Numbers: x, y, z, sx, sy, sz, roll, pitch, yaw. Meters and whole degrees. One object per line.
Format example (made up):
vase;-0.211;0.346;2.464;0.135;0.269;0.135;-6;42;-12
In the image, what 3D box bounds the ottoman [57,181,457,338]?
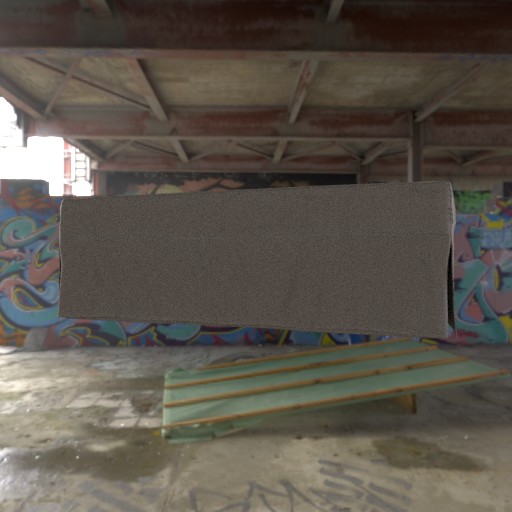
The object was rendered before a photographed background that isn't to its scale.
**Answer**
ottoman;0.000;0.000;1.719;1.388;0.457;0.665;0;0;18
